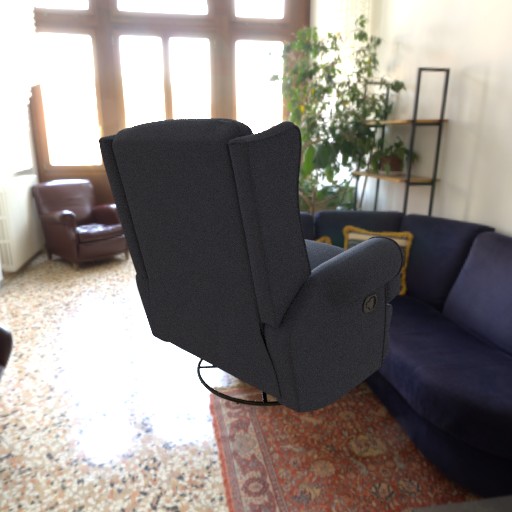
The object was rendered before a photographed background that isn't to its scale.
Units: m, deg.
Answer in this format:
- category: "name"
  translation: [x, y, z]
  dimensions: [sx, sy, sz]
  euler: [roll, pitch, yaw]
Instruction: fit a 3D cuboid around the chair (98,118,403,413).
- category: "chair"
  translation: [0.000, 0.000, 1.748]
  dimensions: [0.971, 1.020, 0.877]
  euler: [14, 21, 42]
